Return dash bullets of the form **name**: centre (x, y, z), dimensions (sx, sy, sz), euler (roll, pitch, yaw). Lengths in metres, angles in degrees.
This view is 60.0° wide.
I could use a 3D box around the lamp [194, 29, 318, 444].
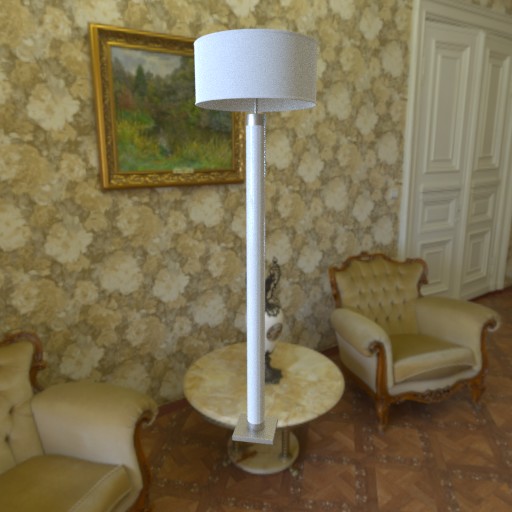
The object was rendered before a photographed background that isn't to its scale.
- **lamp**: centre (0.000, 0.000, 1.662), dimensions (0.420, 1.475, 0.420), euler (2, 13, 9)
